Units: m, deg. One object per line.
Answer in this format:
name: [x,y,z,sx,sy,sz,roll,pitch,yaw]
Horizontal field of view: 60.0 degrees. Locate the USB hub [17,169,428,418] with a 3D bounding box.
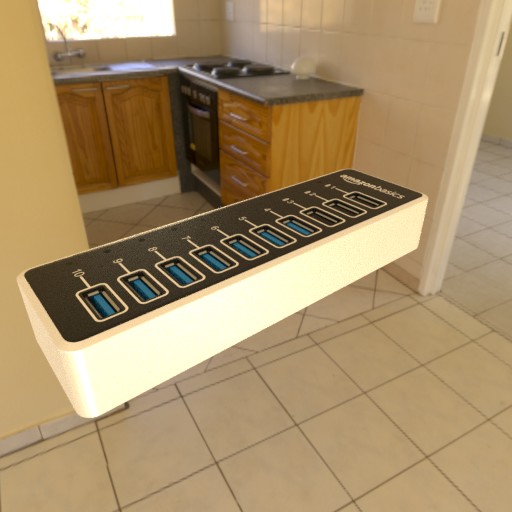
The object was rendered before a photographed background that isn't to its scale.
USB hub: [0.000,0.000,0.158,0.145,0.023,0.044,-22,37,-32]
